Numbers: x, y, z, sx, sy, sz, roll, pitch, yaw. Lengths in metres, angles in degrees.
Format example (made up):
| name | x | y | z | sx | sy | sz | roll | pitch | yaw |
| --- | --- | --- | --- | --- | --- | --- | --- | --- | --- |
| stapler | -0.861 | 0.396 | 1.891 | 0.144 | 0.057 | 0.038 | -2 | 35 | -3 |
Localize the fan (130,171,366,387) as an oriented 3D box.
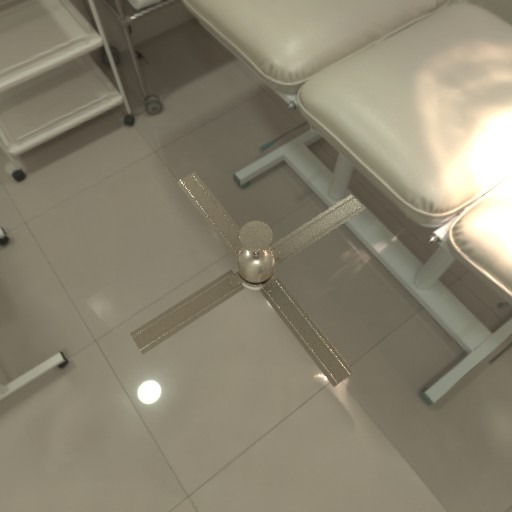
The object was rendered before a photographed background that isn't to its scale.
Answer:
| name | x | y | z | sx | sy | sz | roll | pitch | yaw |
| --- | --- | --- | --- | --- | --- | --- | --- | --- | --- |
| fan | 0.000 | 0.000 | 2.090 | 1.346 | 0.406 | 1.346 | -34 | 68 | -15 |
